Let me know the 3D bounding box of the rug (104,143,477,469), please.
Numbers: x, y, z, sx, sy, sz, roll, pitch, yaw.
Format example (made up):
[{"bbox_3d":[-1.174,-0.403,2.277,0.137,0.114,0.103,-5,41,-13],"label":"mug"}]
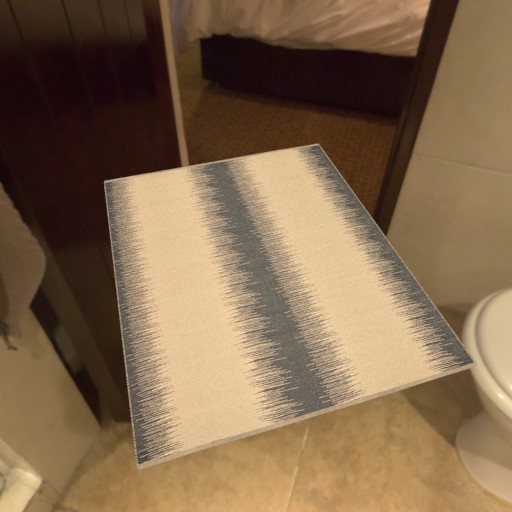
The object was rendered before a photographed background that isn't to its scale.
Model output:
[{"bbox_3d":[0.000,0.000,3.961,2.453,0.004,3.037,-13,48,-11],"label":"rug"}]
